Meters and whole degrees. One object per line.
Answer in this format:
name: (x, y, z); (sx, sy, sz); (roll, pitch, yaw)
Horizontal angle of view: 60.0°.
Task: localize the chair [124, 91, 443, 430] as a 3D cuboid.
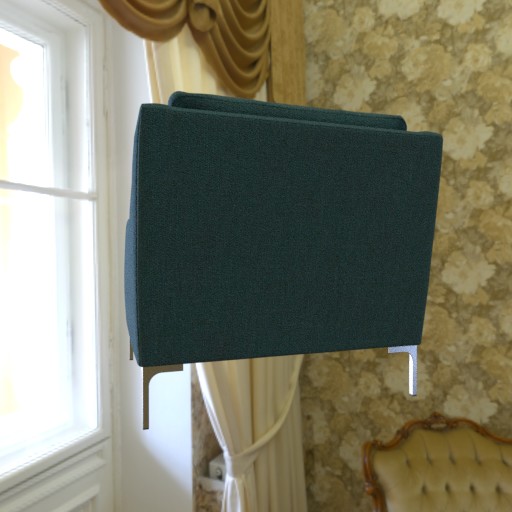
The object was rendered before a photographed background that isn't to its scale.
chair: (0.000, 0.000, 1.496); (0.847, 0.828, 0.849); (0, 1, -18)
